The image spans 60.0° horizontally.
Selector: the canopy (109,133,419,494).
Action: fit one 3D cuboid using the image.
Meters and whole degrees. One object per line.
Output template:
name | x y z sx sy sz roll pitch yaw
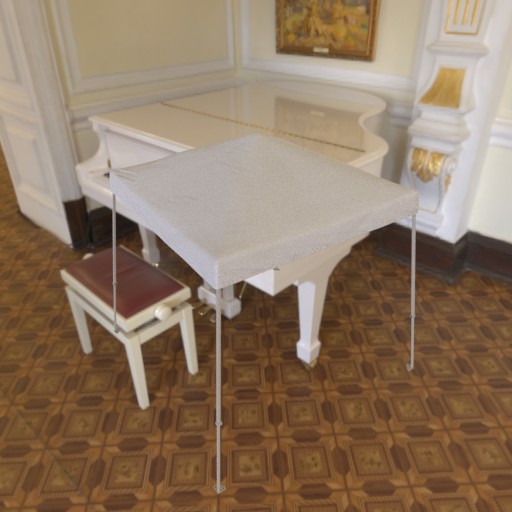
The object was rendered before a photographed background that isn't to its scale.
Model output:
canopy | 0.000 0.000 6.495 3.599 3.600 3.600 -20 36 -29
